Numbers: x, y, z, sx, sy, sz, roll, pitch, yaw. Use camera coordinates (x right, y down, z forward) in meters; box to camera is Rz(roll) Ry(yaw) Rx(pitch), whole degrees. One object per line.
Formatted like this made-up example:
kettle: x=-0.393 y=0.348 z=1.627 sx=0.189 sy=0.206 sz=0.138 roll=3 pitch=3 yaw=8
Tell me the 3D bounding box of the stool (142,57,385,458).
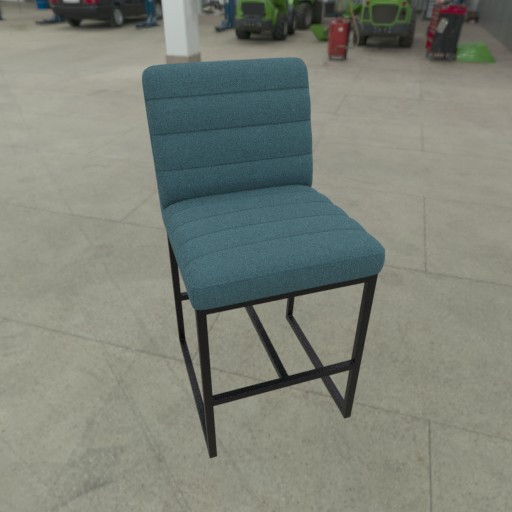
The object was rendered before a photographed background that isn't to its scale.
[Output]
stool: x=0.000 y=0.000 z=1.237 sx=0.460 sy=0.940 sz=0.560 roll=-10 pitch=34 yaw=-15
